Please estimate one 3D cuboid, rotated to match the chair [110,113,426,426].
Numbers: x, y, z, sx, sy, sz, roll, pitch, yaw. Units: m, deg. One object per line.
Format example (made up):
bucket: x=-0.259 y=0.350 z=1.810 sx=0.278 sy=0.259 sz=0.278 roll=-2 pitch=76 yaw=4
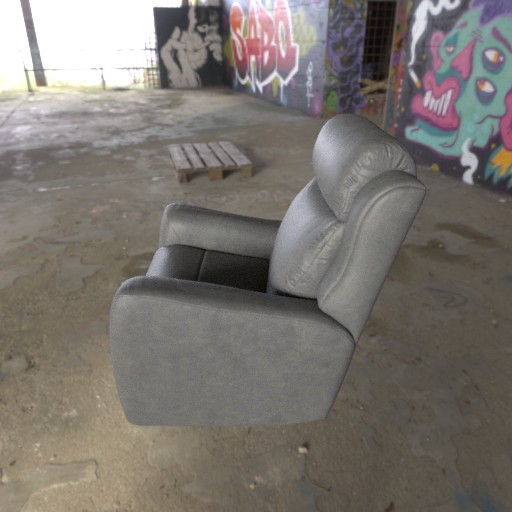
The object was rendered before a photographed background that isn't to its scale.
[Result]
chair: x=0.000 y=0.000 z=1.920 sx=1.068 sy=1.116 sz=0.967 roll=0 pitch=26 yaw=1
